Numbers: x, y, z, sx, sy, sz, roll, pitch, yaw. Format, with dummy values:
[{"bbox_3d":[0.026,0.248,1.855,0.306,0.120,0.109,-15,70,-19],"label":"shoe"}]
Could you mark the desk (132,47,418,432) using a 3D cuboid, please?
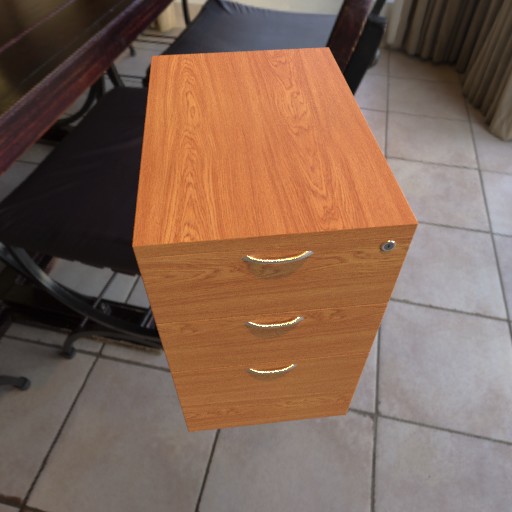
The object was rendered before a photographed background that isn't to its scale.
[{"bbox_3d":[0.000,0.000,1.082,0.404,0.730,0.600,-5,48,-4],"label":"desk"}]
